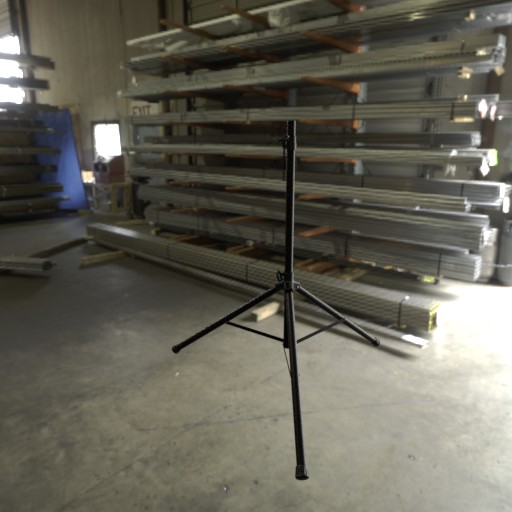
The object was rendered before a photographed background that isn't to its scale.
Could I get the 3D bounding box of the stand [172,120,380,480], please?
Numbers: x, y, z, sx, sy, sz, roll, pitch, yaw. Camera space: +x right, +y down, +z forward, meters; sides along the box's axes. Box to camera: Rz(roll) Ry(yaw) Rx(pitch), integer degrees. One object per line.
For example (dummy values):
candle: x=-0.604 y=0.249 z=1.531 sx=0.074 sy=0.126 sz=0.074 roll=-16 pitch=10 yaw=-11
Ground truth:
stand: x=0.000 y=0.000 z=2.746 sx=1.339 sy=1.595 sz=1.596 roll=7 pitch=16 yaw=27
